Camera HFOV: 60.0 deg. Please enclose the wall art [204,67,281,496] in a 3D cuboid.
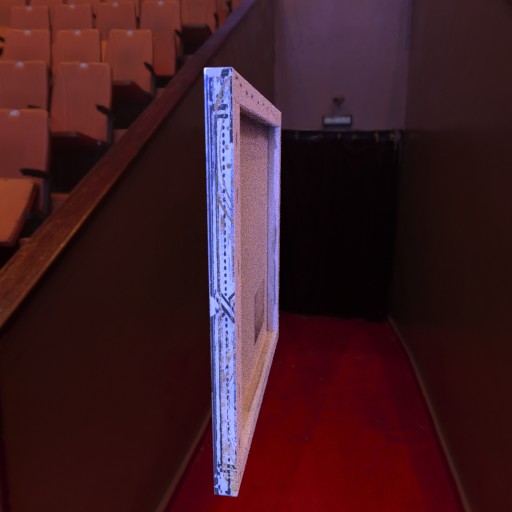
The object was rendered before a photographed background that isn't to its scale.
[{"bbox_3d":[0.000,0.000,0.896,0.036,0.607,0.609,2,13,8],"label":"wall art"}]
